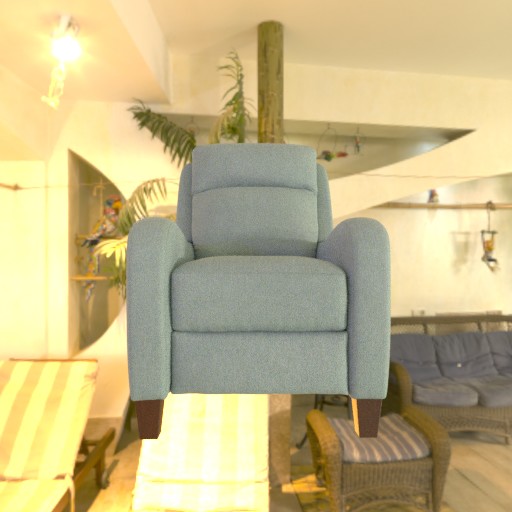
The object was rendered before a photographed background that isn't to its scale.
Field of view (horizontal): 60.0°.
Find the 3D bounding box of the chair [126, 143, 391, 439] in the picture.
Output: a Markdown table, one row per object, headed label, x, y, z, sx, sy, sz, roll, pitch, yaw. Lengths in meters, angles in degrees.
| label | x | y | z | sx | sy | sz | roll | pitch | yaw |
| --- | --- | --- | --- | --- | --- | --- | --- | --- | --- |
| chair | 0.000 | 0.000 | 1.741 | 0.785 | 1.067 | 0.988 | 0 | 0 | -1 |
